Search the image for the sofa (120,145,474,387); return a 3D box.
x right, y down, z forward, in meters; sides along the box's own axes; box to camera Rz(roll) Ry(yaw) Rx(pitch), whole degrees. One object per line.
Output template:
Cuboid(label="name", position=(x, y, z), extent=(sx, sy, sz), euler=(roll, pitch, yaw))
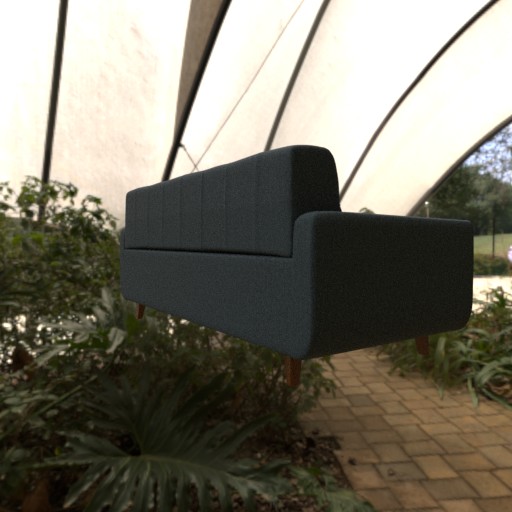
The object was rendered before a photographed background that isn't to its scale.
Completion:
Cuboid(label="sofa", position=(0.000, 0.000, 2.525), extent=(0.942, 0.884, 2.055), euler=(-1, 2, -34))
